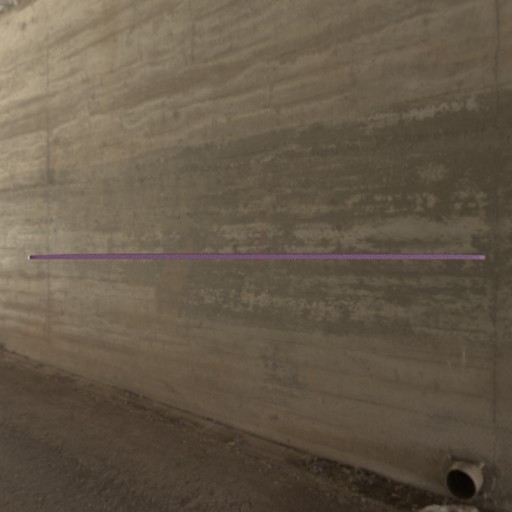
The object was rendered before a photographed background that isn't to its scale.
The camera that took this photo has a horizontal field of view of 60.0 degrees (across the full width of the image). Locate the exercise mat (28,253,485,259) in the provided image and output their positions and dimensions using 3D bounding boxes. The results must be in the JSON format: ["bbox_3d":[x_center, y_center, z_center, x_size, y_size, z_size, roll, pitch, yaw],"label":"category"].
[{"bbox_3d":[0.000,0.000,2.064,1.869,0.021,0.616,0,0,1],"label":"exercise mat"}]
